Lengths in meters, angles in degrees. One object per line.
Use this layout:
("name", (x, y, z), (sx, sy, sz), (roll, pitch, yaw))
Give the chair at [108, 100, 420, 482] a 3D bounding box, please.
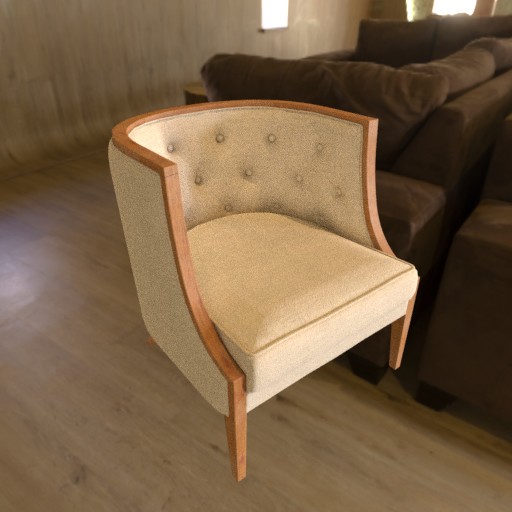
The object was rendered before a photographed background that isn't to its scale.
("chair", (0.000, 0.000, 1.361), (0.711, 0.775, 0.757), (-21, 37, -32))
